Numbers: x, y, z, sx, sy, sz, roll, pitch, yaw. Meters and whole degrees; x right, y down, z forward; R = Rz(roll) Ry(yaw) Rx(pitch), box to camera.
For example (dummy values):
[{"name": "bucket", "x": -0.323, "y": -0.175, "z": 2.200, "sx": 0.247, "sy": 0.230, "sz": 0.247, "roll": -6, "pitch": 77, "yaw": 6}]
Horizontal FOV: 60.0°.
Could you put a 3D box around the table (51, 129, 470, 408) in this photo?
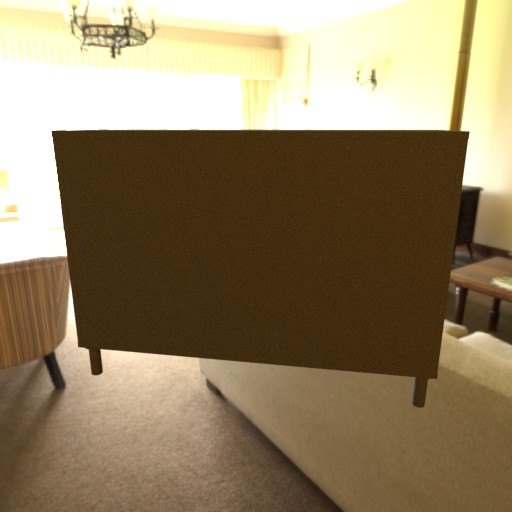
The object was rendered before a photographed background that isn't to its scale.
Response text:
[{"name": "table", "x": 0.000, "y": 0.000, "z": 1.563, "sx": 1.200, "sy": 0.855, "sz": 0.400, "roll": 3, "pitch": 17, "yaw": 9}]
